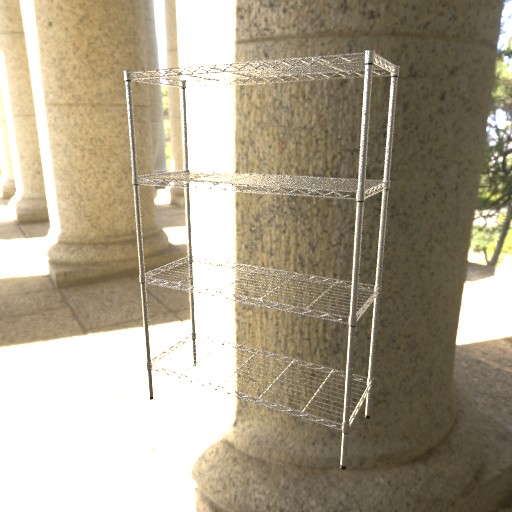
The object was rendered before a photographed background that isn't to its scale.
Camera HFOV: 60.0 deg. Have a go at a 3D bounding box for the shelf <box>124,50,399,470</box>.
[{"bbox_3d":[0.000,0.000,1.727,0.907,1.360,0.352,8,18,27],"label":"shelf"}]
